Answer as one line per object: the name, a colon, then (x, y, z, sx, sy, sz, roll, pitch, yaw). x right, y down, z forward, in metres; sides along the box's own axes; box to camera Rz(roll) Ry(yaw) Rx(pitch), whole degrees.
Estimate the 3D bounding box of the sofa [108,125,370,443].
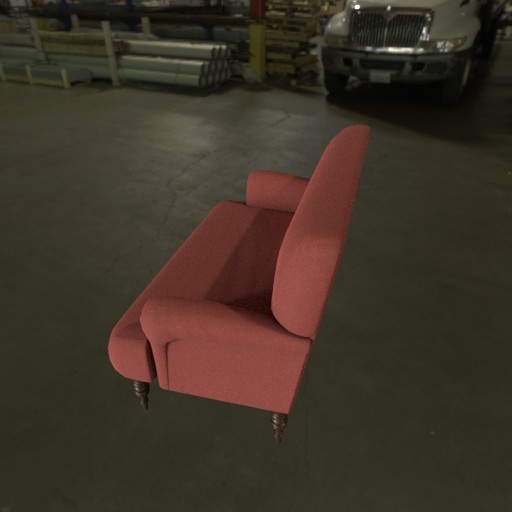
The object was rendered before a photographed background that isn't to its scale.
sofa: (0.000, 0.000, 1.897, 0.779, 0.889, 1.297, 8, 33, 13)
